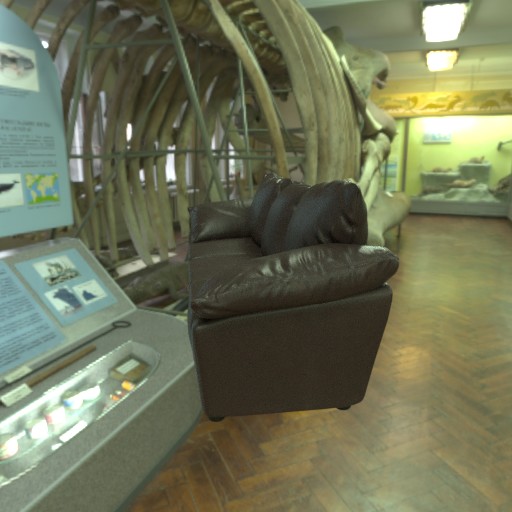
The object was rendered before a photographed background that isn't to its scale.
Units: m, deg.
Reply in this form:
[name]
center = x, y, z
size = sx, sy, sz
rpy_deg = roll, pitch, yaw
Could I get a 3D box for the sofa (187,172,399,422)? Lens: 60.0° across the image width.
[sofa]
center = 0.000, 0.000, 2.897
size = 0.907, 1.091, 2.390
rpy_deg = -2, 14, -9
